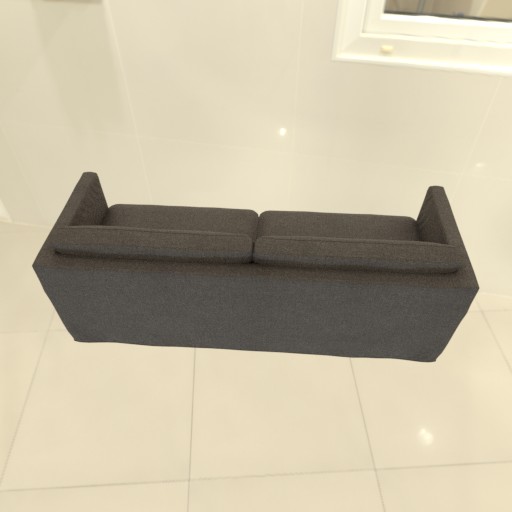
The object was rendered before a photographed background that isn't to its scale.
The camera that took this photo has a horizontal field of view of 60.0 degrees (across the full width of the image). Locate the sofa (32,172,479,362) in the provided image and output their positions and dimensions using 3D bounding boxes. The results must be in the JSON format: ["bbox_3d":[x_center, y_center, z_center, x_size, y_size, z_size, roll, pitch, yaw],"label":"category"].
[{"bbox_3d":[0.000,0.000,3.282,2.779,0.998,1.036,3,47,3],"label":"sofa"}]
